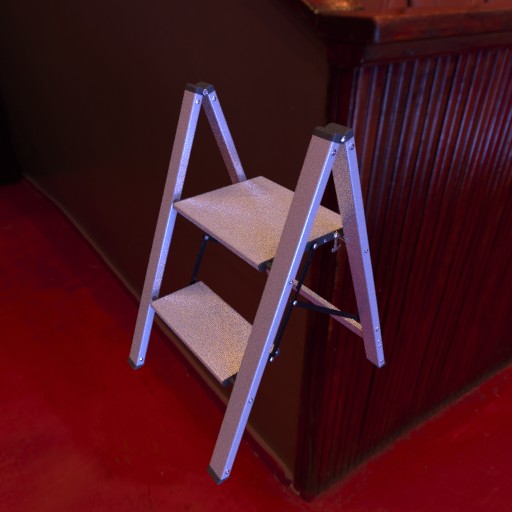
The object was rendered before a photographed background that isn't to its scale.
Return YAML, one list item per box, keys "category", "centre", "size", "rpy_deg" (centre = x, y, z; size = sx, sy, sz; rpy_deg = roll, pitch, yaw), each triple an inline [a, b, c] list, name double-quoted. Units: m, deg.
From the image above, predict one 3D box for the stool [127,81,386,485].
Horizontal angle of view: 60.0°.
- category: "stool"
  centre: [0.000, 0.000, 0.995]
  size: [0.535, 0.670, 0.440]
  rpy_deg: [-23, 39, -31]
